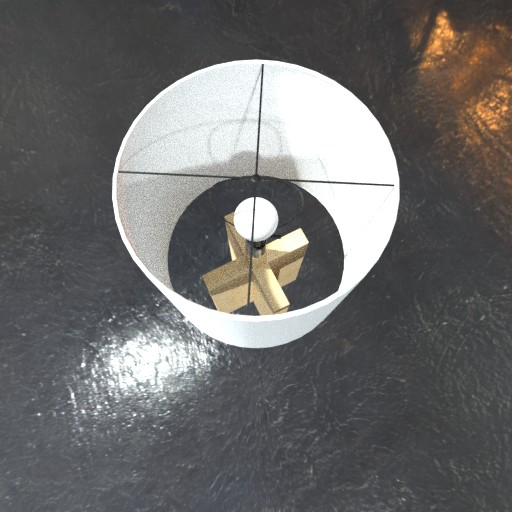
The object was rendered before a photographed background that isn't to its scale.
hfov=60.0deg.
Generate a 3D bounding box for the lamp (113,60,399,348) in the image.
[{"bbox_3d":[0.000,0.000,0.557,0.229,0.428,0.229,-26,75,-8],"label":"lamp"}]
